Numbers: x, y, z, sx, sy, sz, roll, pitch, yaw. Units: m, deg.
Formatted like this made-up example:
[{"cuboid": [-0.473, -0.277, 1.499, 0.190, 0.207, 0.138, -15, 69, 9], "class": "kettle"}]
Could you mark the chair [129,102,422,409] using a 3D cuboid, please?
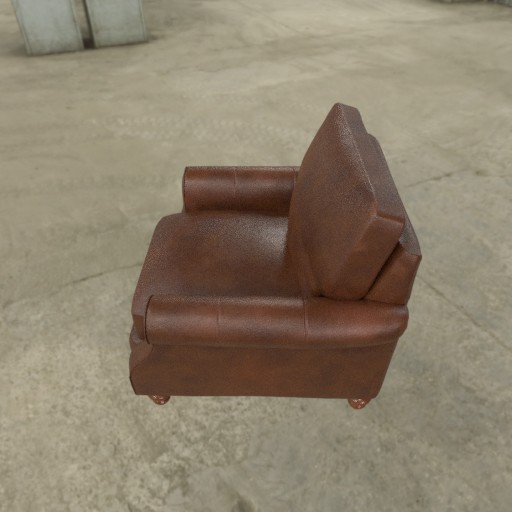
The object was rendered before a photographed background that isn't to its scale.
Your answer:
[{"cuboid": [0.000, 0.000, 1.769, 0.992, 0.972, 0.989, 1, 41, 1], "class": "chair"}]
